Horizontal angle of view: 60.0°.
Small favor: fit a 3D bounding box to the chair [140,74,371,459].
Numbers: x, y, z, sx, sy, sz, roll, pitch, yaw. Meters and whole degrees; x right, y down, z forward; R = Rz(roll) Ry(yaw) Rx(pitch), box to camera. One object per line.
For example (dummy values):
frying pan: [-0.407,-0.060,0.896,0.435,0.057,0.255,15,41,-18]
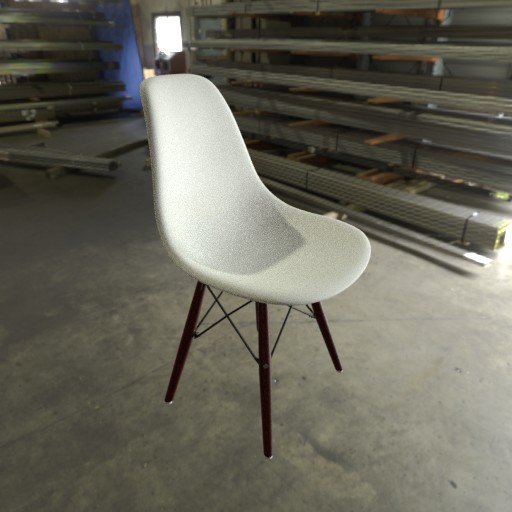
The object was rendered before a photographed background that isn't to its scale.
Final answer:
chair: [0.000,0.000,1.117,0.533,0.826,0.470,18,31,32]
